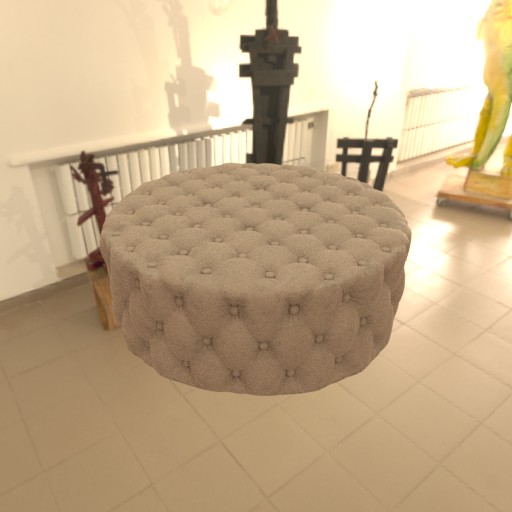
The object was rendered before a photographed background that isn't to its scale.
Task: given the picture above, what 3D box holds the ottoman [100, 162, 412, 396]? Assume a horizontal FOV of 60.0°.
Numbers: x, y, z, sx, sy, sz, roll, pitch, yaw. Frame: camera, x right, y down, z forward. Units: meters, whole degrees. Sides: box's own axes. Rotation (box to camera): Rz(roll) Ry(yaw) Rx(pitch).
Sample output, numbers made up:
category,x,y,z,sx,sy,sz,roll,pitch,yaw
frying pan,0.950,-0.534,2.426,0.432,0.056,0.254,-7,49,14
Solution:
category,x,y,z,sx,sy,sz,roll,pitch,yaw
ottoman,0.000,0.000,1.536,0.998,0.399,0.998,0,30,0
